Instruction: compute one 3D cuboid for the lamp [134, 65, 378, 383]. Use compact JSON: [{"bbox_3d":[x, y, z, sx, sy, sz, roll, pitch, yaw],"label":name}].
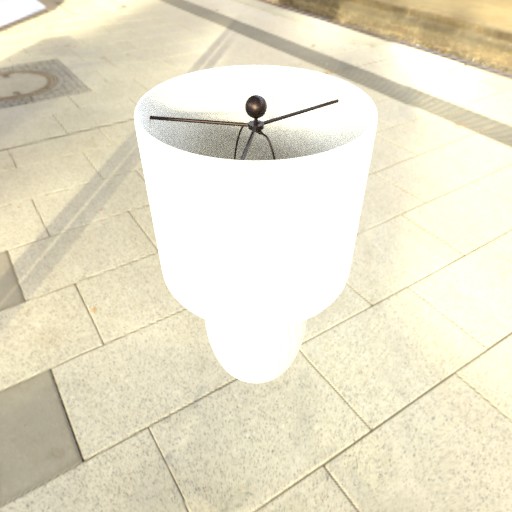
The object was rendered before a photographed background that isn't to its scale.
[{"bbox_3d":[0.000,0.000,0.784,0.328,0.570,0.328,0,41,0],"label":"lamp"}]
